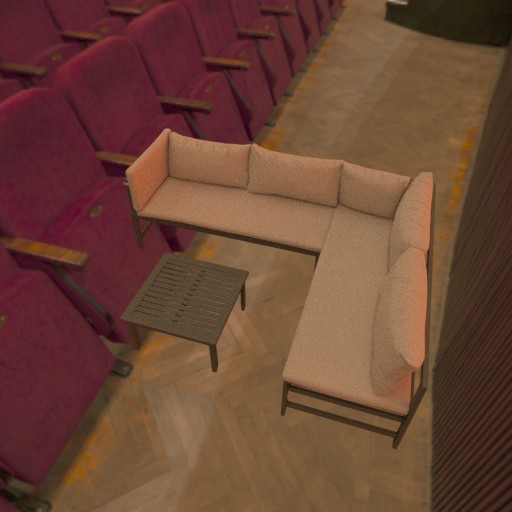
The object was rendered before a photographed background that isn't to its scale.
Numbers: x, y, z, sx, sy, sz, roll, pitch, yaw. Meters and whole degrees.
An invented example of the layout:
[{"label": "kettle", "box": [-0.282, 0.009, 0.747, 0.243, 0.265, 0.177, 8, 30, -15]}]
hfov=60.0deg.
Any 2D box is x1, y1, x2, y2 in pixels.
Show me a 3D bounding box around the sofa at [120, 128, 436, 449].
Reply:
[{"label": "sofa", "box": [0.000, 0.000, 2.906, 2.096, 0.758, 1.658, 12, 45, 13]}]
